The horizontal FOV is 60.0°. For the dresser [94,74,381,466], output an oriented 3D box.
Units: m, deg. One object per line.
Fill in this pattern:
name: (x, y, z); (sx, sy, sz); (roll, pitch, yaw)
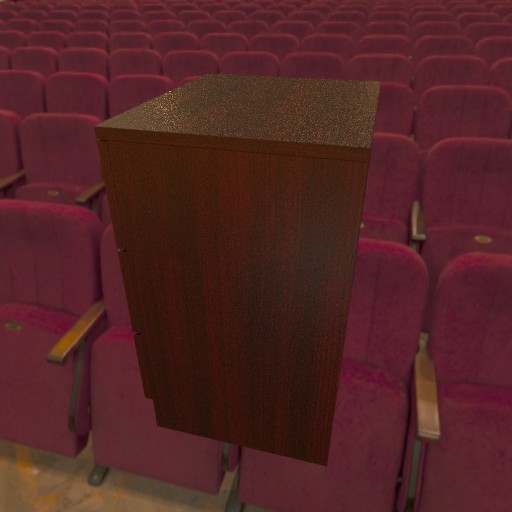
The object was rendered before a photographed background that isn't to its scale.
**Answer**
dresser: (0.000, 0.000, 0.822); (0.360, 0.560, 0.400); (8, 32, 13)
